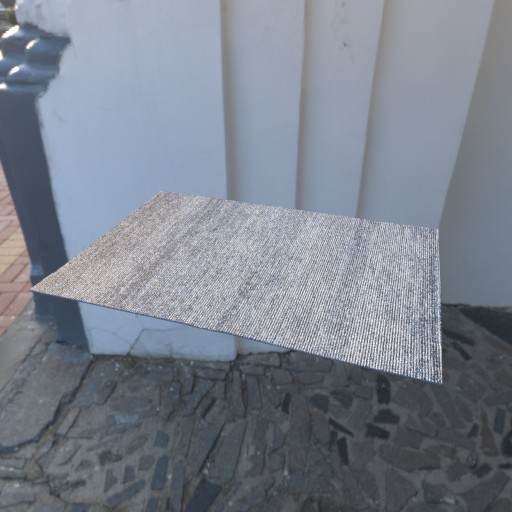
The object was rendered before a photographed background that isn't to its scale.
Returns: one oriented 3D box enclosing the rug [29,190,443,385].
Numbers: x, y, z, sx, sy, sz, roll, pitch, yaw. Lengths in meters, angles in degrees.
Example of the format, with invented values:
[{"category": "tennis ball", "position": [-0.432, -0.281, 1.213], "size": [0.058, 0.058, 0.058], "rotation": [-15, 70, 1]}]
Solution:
[{"category": "rug", "position": [0.000, 0.000, 2.990], "size": [2.349, 0.030, 1.624], "rotation": [10, 32, 16]}]
